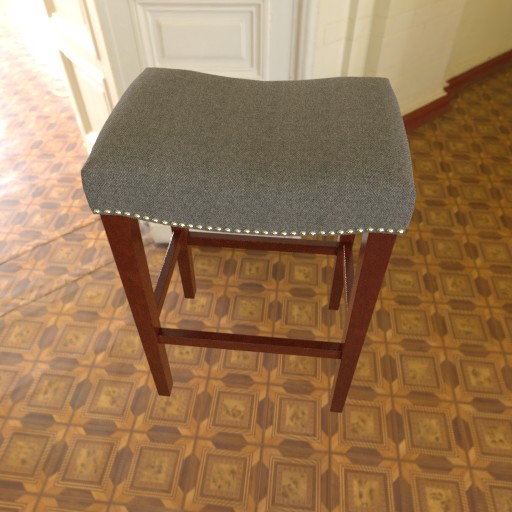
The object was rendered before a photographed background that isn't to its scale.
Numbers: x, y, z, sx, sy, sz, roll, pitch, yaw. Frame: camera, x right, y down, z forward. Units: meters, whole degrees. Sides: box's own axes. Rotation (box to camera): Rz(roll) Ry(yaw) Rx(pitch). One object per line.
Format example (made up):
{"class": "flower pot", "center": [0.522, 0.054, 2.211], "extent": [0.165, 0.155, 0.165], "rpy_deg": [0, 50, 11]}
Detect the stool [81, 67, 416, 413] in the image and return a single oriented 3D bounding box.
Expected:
{"class": "stool", "center": [0.000, 0.000, 1.010], "extent": [0.504, 0.742, 0.372], "rpy_deg": [4, 46, 4]}
